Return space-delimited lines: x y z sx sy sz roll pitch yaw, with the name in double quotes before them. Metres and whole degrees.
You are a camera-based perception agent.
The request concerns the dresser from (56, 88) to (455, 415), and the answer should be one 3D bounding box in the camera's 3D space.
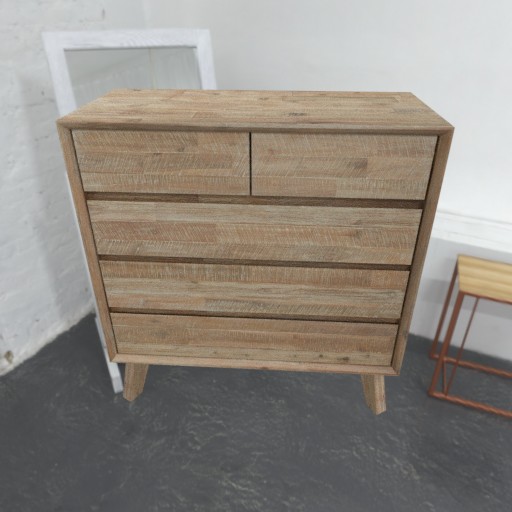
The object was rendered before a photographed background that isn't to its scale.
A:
"dresser" 0.000 0.000 1.559 0.998 1.029 0.455 2 30 3
